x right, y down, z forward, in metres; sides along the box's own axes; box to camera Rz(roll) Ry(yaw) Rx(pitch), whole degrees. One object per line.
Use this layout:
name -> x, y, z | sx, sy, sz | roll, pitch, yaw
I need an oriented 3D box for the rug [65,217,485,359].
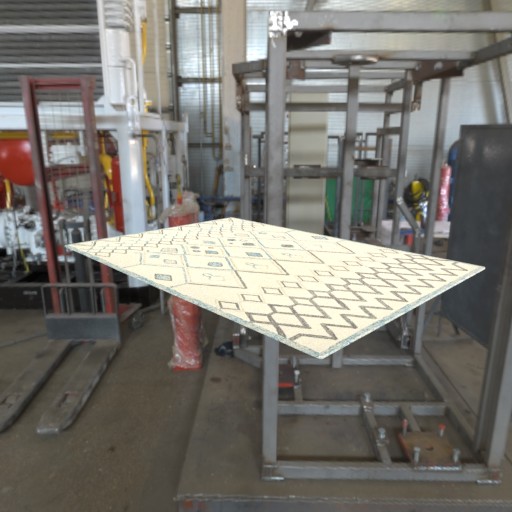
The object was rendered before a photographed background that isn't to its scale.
rug -> 0.000, 0.000, 2.300 | 1.260, 0.009, 1.820 | -14, 21, -42
